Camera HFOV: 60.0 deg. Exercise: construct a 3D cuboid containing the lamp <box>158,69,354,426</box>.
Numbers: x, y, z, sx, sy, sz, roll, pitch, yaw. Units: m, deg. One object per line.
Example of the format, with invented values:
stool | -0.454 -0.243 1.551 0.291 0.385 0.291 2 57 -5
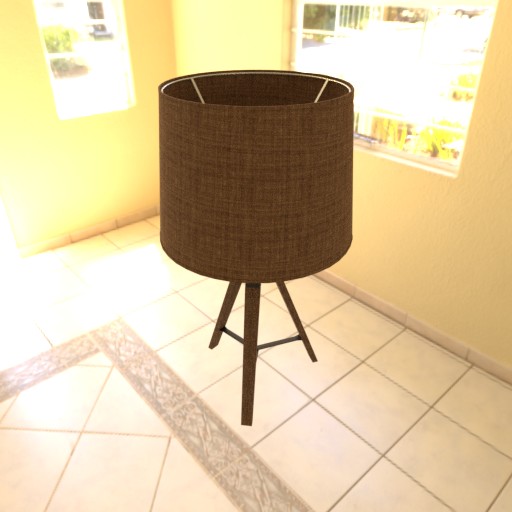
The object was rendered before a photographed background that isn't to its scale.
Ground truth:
lamp | 0.000 0.000 0.702 0.290 0.514 0.290 0 31 0
